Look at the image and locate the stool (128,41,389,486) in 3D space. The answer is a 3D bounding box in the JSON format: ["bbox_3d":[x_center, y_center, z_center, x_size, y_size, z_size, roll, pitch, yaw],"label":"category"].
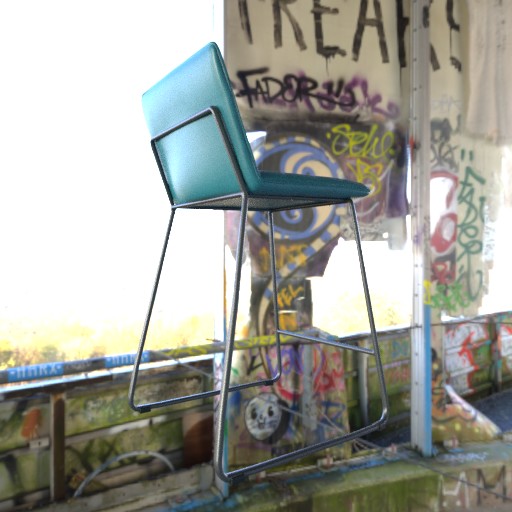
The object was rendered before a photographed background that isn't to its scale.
[{"bbox_3d":[0.000,0.000,1.167,0.524,0.866,0.489,0,0,-36],"label":"stool"}]
